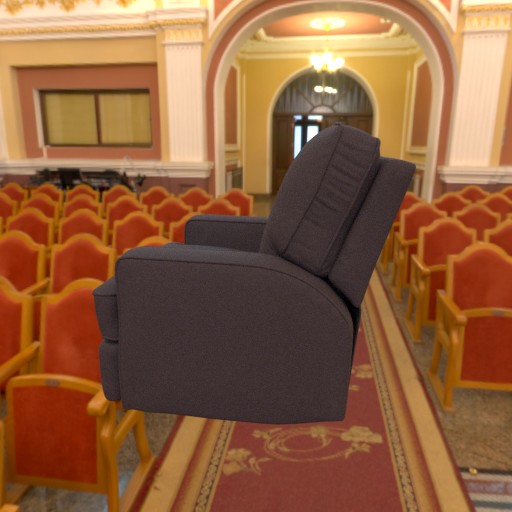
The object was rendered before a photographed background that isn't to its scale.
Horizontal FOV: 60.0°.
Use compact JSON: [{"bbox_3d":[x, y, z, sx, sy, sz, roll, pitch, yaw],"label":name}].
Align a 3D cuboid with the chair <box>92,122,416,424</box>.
[{"bbox_3d":[0.000,0.000,1.670,0.964,0.962,0.861,2,14,8],"label":"chair"}]
